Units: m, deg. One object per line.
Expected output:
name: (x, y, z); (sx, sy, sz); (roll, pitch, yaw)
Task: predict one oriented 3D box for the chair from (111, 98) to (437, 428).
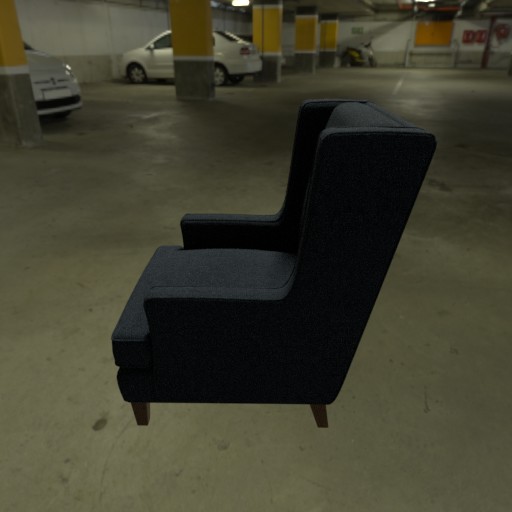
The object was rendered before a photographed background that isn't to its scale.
chair: (0.000, 0.000, 1.702); (0.947, 1.072, 0.764); (0, 25, 1)
